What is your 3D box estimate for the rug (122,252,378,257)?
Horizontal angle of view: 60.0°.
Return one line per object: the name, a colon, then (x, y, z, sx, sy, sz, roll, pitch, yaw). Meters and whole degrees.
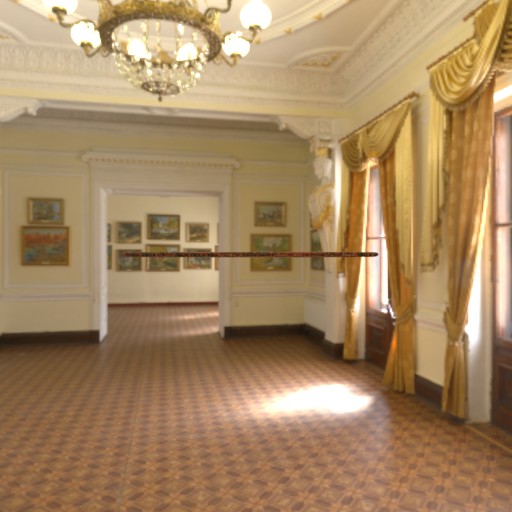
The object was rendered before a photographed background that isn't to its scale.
rug: (0.000, 0.000, 2.577, 0.810, 0.016, 2.413, 0, 0, 1)
